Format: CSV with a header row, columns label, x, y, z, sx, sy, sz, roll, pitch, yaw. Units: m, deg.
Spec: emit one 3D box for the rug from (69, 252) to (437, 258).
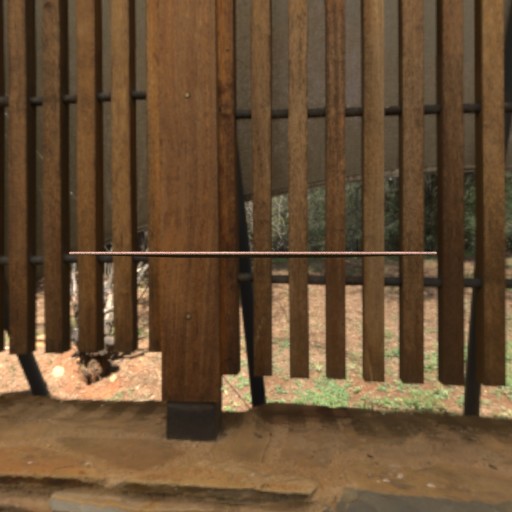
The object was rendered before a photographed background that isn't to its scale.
label,x,y,z,sx,sy,sz,roll,pitch,yaw
rug,0.000,0.000,3.048,1.533,0.011,2.439,0,-1,1
